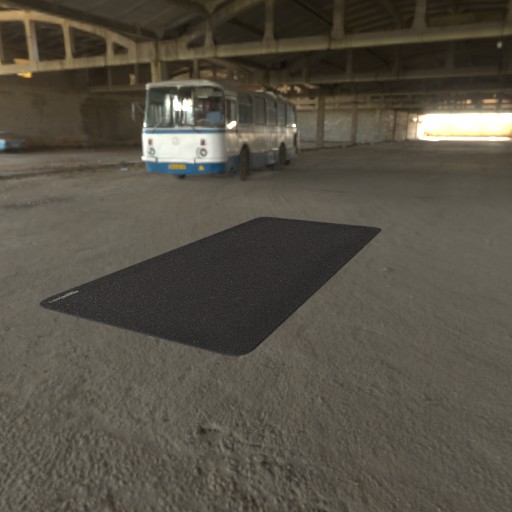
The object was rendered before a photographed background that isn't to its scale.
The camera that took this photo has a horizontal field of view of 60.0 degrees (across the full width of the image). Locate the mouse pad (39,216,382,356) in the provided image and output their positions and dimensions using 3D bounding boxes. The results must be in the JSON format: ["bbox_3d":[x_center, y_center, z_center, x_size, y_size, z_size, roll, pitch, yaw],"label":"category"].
[{"bbox_3d":[0.000,0.000,1.074,0.424,0.003,0.907,8,18,26],"label":"mouse pad"}]
